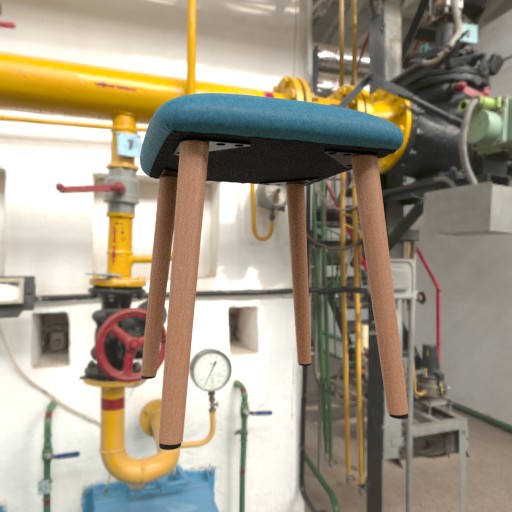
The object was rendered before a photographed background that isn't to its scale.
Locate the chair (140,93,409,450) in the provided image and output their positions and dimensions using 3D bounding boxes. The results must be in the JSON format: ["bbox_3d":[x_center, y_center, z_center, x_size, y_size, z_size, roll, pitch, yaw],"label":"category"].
[{"bbox_3d":[0.000,0.000,0.725,0.360,0.450,0.360,0,0,-18],"label":"chair"}]
